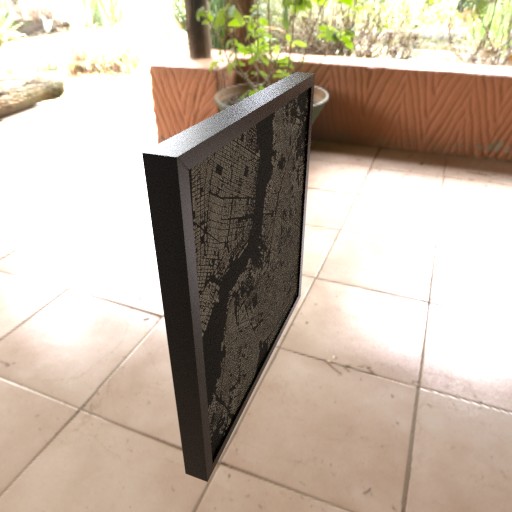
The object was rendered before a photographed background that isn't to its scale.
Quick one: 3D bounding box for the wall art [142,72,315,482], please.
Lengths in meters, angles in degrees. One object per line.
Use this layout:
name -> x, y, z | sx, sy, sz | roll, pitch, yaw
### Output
wall art -> 0.000, 0.000, 0.748 | 0.038, 0.506, 0.506 | 11, 33, 18
